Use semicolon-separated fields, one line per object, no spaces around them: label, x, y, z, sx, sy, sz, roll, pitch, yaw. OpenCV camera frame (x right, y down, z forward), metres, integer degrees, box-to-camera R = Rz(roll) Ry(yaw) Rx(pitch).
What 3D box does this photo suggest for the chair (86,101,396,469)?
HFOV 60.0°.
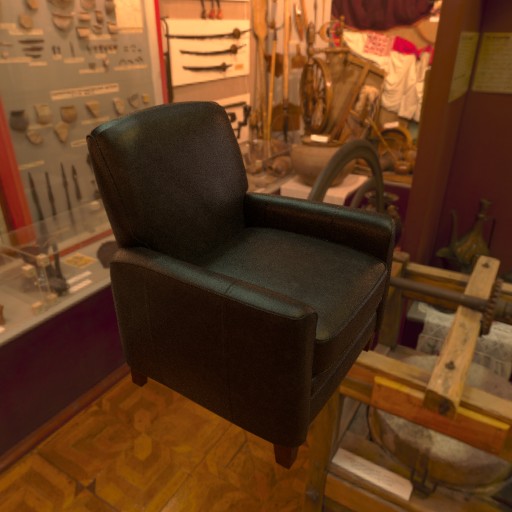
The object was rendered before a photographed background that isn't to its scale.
chair;0.000;0.000;1.645;0.864;1.014;0.848;17;32;29
